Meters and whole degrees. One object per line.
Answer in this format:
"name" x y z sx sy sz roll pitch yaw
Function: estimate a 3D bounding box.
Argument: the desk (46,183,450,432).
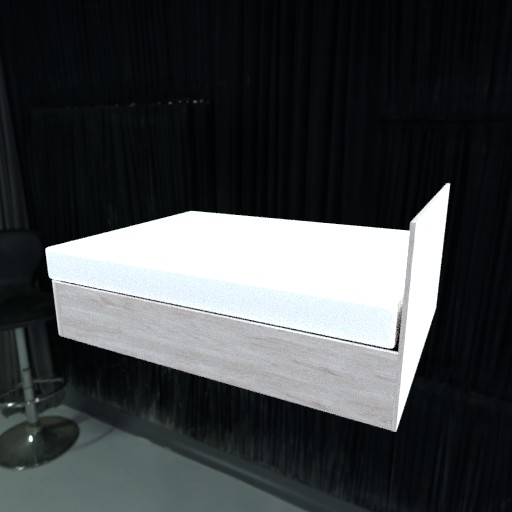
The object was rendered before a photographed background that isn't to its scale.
"desk" 0.000 0.000 2.582 1.900 0.800 1.400 8 17 26
